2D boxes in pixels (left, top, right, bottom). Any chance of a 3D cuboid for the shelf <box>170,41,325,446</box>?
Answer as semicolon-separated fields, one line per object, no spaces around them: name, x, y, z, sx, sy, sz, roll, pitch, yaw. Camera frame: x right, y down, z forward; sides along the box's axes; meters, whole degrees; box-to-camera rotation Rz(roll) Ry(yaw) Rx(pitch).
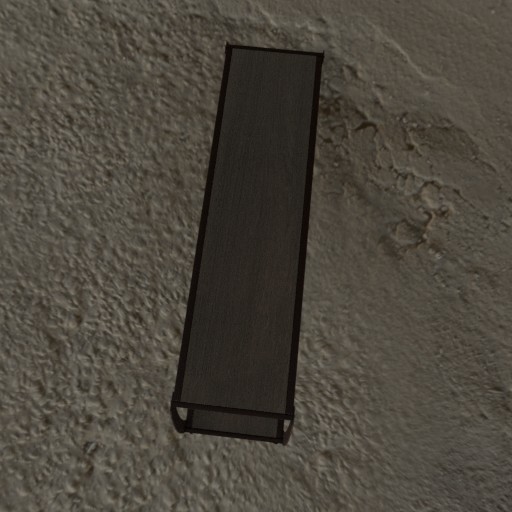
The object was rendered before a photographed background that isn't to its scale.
shelf;0.000;0.000;1.876;0.344;1.063;1.403;6;75;2
